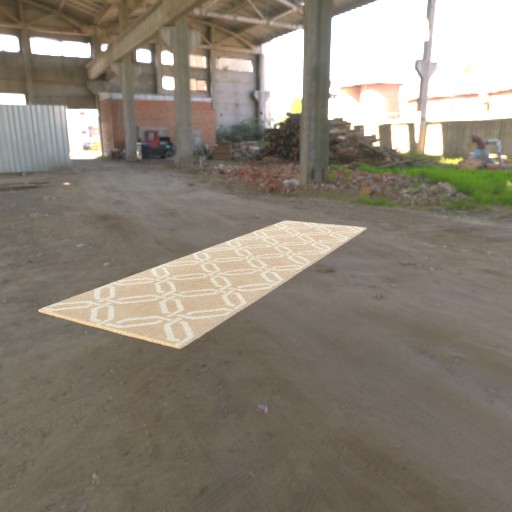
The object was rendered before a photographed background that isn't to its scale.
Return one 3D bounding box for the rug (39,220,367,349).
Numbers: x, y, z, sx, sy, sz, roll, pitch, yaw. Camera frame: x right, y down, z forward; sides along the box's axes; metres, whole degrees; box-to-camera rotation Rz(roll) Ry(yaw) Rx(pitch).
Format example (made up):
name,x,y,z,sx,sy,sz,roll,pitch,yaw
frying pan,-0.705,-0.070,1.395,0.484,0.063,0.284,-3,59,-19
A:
name,x,y,z,sx,sy,sz,roll,pitch,yaw
rug,0.000,0.000,2.513,0.678,0.014,2.276,8,16,27
